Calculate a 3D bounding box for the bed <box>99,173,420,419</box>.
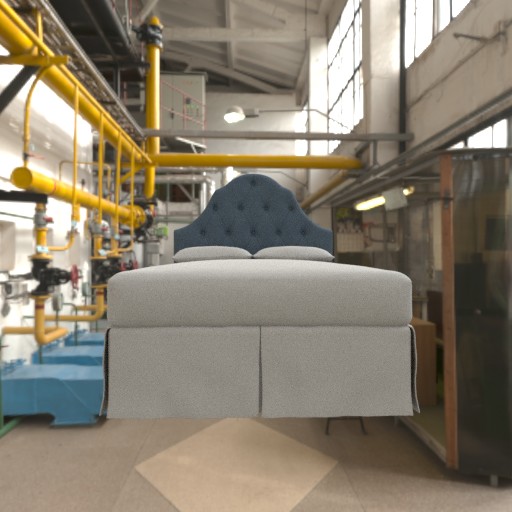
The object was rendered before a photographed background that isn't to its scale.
[{"bbox_3d":[0.000,0.000,3.232,1.636,1.575,2.155,0,0,-1],"label":"bed"}]
